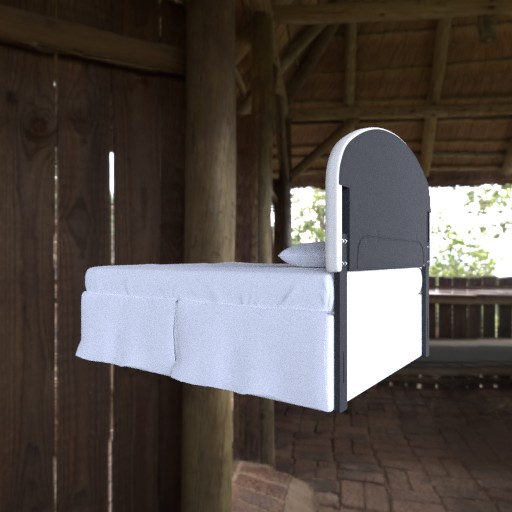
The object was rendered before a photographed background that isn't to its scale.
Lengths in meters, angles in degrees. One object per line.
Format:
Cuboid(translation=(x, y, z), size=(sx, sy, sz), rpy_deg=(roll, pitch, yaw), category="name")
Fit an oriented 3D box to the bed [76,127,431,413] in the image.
Cuboid(translation=(0.000, 0.000, 3.141), size=(2.005, 1.410, 1.607), rpy_deg=(0, 0, 36), category="bed")
